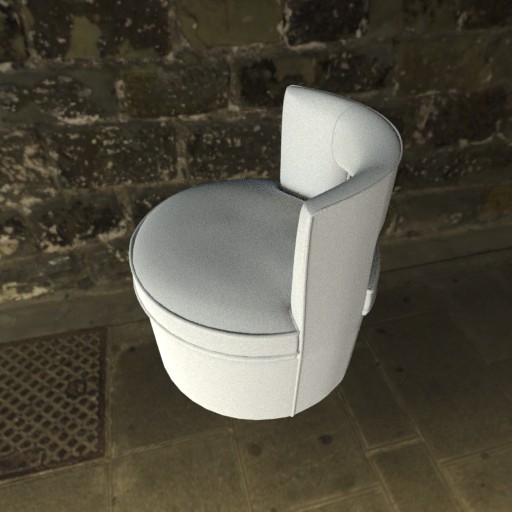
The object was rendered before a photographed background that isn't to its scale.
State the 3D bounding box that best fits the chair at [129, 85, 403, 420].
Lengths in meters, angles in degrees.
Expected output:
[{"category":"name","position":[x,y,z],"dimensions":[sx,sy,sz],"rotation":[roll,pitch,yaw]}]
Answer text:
[{"category":"chair","position":[0.000,0.000,1.210],"dimensions":[0.665,0.723,0.650],"rotation":[0,41,0]}]
